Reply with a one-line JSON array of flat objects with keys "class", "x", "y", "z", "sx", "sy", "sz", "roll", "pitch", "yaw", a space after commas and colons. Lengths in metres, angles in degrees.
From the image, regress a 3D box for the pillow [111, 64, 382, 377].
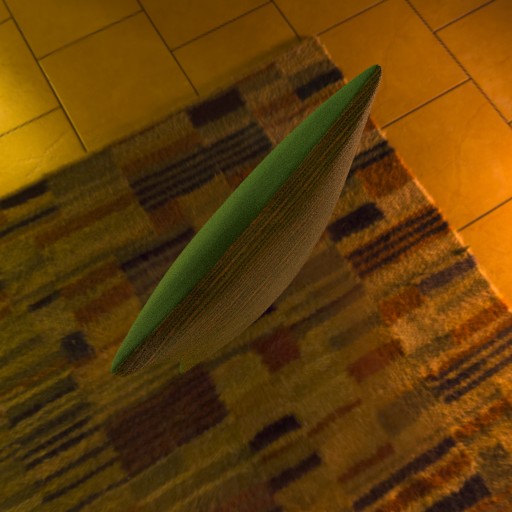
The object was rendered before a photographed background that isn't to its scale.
[{"class": "pillow", "x": 0.000, "y": 0.000, "z": 0.770, "sx": 0.150, "sy": 0.497, "sz": 0.514, "roll": 38, "pitch": 79, "yaw": 9}]
